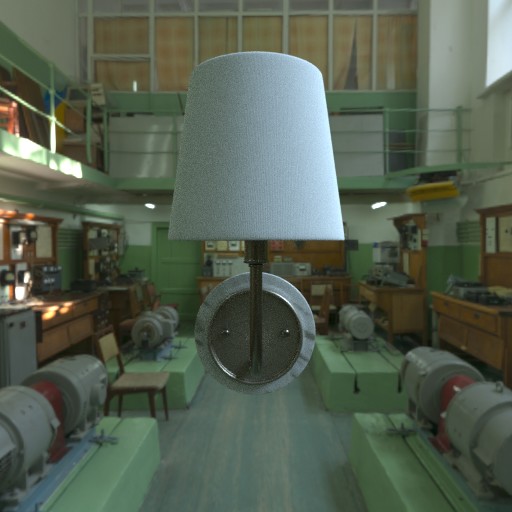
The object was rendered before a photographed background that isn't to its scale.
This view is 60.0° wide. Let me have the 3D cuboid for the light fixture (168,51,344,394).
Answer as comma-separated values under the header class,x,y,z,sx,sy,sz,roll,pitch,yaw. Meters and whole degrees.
class,x,y,z,sx,sy,sz,roll,pitch,yaw
light fixture,0.000,0.000,0.437,0.168,0.337,0.188,0,2,-1
